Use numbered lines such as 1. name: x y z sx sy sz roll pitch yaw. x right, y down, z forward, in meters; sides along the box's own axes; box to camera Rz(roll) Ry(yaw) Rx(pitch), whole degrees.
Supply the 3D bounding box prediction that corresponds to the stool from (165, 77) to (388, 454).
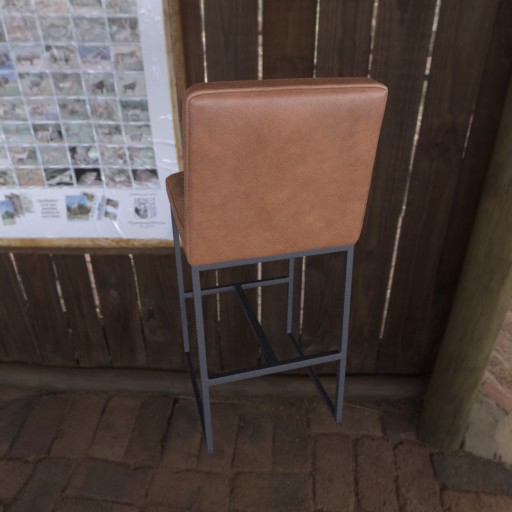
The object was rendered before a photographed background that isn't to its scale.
1. stool: 0.000 0.000 1.335 0.458 1.040 0.556 -8 29 -14
